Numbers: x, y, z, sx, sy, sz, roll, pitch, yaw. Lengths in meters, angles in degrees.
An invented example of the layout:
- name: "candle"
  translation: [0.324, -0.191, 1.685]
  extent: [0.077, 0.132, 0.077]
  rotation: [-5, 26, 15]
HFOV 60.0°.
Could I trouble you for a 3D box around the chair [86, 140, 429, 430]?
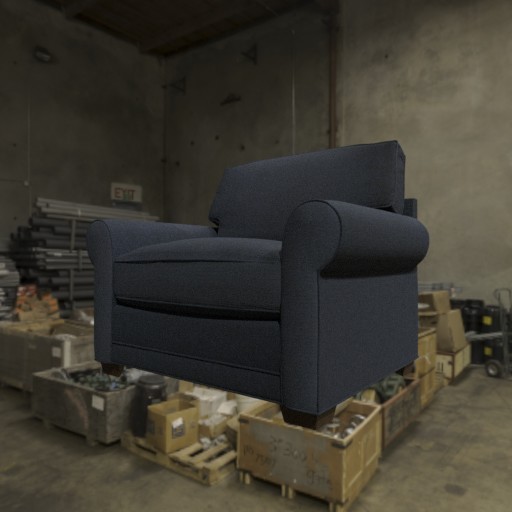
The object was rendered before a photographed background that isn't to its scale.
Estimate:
- name: "chair"
  translation: [0.000, 0.000, 1.967]
  extent: [1.285, 1.044, 0.963]
  rotation: [0, 0, 37]
